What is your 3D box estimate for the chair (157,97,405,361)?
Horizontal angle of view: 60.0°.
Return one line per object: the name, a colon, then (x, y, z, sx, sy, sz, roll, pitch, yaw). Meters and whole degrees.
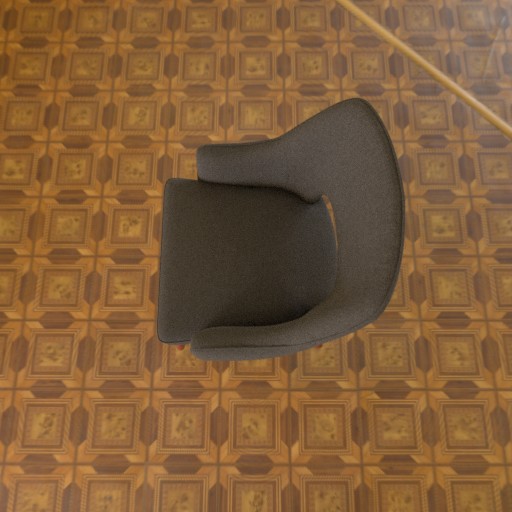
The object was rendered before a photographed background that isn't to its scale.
chair: (0.000, 0.000, 1.209, 0.560, 0.838, 0.559, 0, 75, 0)
